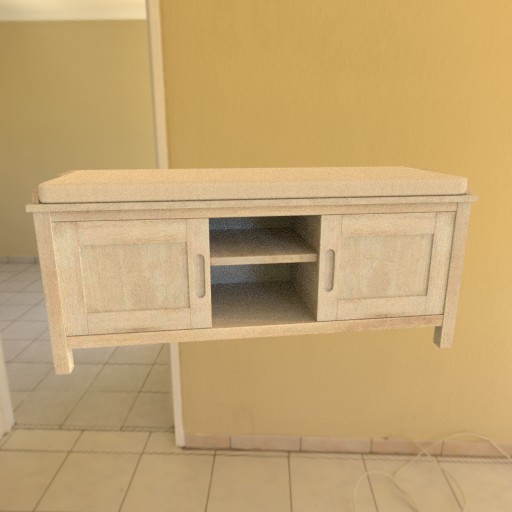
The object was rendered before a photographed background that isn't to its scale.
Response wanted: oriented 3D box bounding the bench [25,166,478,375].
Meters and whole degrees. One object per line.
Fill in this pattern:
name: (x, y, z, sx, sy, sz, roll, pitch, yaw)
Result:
bench: (0.000, 0.000, 1.353, 1.140, 0.501, 0.398, -2, 16, -8)
